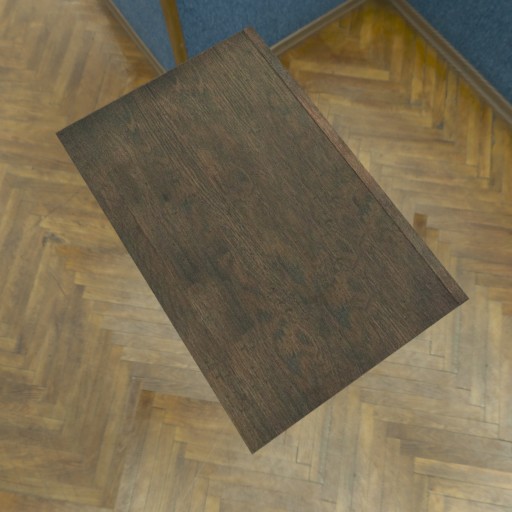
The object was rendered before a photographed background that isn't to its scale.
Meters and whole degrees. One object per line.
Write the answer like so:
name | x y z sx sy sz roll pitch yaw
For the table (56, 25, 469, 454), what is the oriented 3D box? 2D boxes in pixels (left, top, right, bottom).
table | 0.000 0.000 1.264 0.542 0.746 0.767 -33 77 -8
